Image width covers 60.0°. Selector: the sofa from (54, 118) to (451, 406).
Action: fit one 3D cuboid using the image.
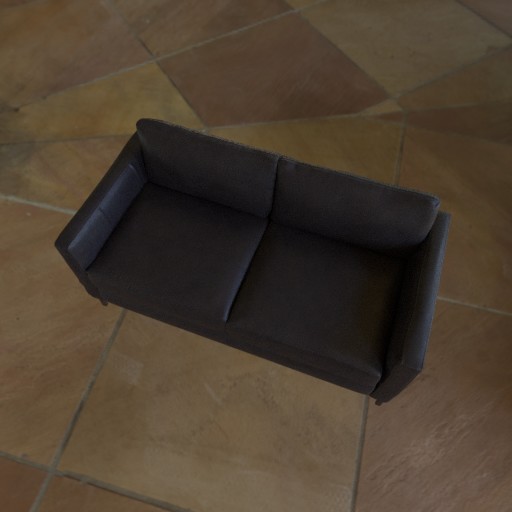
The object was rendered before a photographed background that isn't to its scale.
[{"bbox_3d":[0.000,0.000,2.350,1.805,0.883,0.947,16,60,9],"label":"sofa"}]
